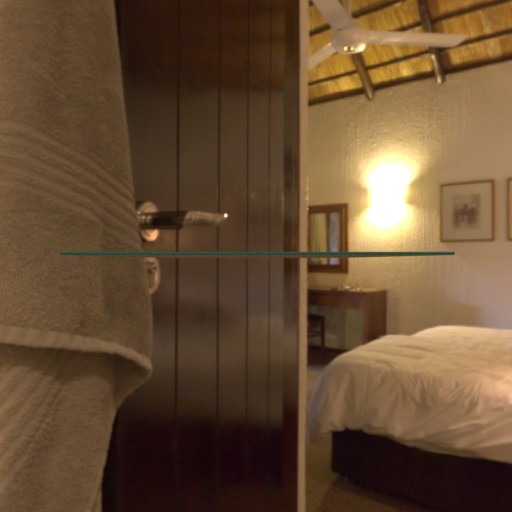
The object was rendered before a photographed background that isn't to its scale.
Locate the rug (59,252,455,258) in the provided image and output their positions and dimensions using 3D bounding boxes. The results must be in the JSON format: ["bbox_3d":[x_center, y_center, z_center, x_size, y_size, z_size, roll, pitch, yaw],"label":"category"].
[{"bbox_3d":[0.000,0.000,2.890,1.594,0.013,2.213,0,-1,0],"label":"rug"}]
